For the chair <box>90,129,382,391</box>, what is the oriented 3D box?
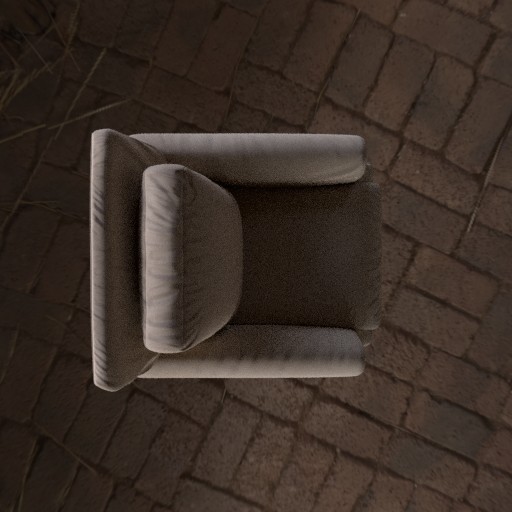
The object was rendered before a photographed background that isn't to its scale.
[{"bbox_3d":[0.000,0.000,1.777,1.066,0.866,0.940,0,91,1],"label":"chair"}]
